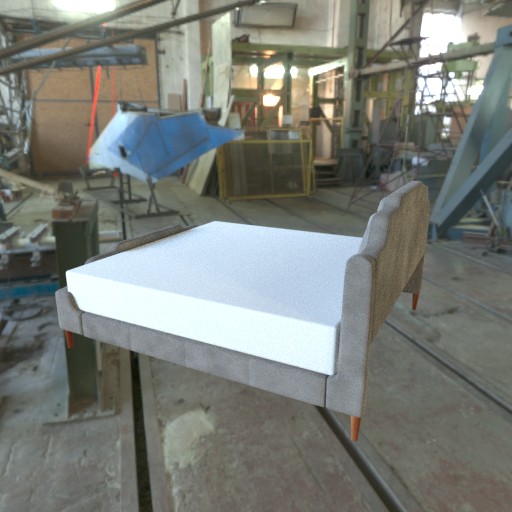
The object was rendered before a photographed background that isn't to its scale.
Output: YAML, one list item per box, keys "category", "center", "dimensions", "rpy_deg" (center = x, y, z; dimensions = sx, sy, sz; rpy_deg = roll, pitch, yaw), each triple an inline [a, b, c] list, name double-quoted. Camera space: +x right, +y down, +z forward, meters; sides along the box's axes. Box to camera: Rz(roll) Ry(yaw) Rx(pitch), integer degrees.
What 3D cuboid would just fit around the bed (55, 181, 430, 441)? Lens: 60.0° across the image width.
- category: "bed"
  center: [0.000, 0.000, 3.582]
  dimensions: [2.340, 1.245, 2.074]
  rpy_deg: [8, 18, 26]
